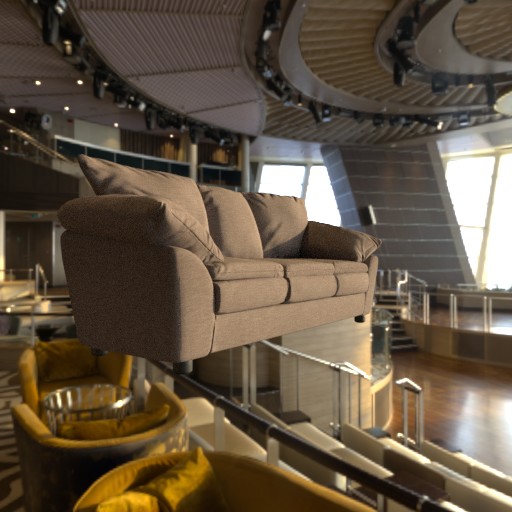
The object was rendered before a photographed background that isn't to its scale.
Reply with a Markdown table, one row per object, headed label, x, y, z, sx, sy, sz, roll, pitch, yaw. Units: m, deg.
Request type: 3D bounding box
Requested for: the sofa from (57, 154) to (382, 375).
| label | x | y | z | sx | sy | sz | roll | pitch | yaw |
| --- | --- | --- | --- | --- | --- | --- | --- | --- | --- |
| sofa | 0.000 | 0.000 | 2.927 | 0.927 | 1.043 | 2.390 | 0 | 0 | 36 |
